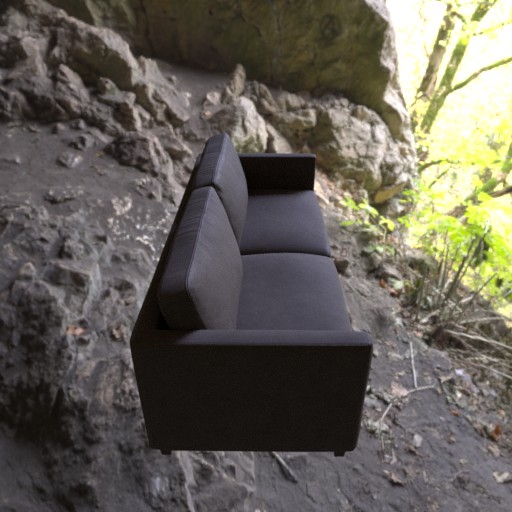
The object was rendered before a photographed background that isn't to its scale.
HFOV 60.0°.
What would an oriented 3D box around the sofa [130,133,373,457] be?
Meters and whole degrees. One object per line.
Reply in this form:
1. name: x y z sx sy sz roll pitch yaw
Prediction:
1. sofa: 0.000 0.000 2.703 0.951 0.965 2.208 0 32 1
